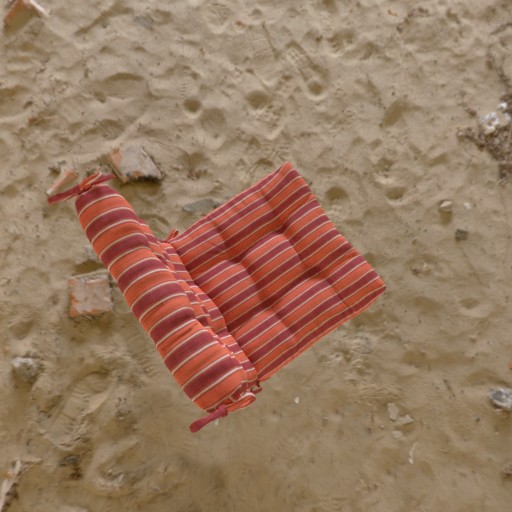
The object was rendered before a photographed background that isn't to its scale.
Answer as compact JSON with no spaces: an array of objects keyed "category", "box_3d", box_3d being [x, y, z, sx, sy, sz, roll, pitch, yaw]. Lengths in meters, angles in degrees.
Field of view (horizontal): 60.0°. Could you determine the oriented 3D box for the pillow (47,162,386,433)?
[{"category":"pillow","box_3d":[0.000,0.000,1.030,0.571,0.605,0.519,-34,77,-9]}]
